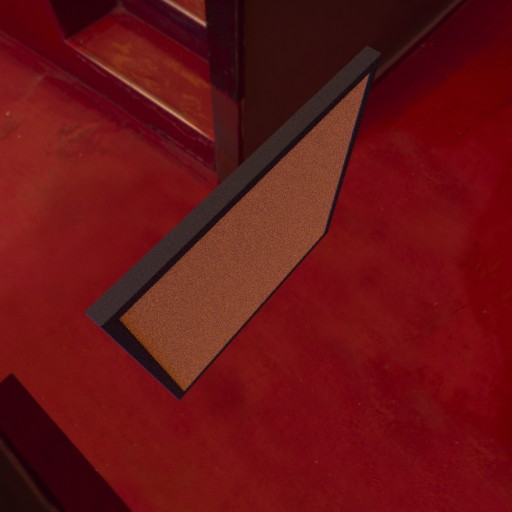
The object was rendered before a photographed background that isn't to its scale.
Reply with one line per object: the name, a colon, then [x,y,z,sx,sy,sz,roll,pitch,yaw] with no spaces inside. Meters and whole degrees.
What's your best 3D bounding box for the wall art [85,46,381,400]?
wall art: [0.000,0.000,1.135,0.037,0.763,0.763,37,70,16]
